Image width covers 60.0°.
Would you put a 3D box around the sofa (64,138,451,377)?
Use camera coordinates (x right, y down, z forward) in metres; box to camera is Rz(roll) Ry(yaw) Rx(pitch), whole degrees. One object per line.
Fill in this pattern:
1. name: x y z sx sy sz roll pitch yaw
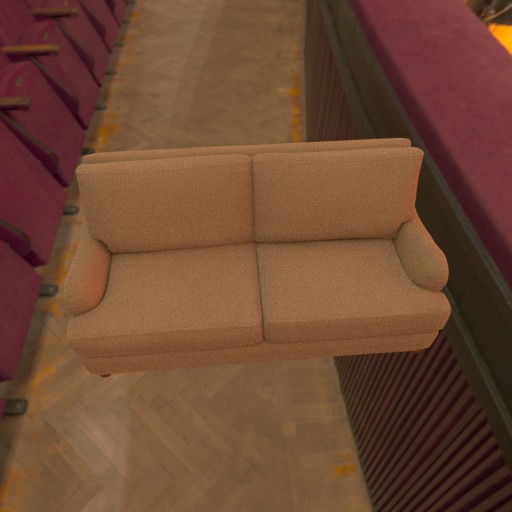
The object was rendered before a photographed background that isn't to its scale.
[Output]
1. sofa: 0.000 0.000 2.643 2.070 0.997 1.091 -4 47 -3
